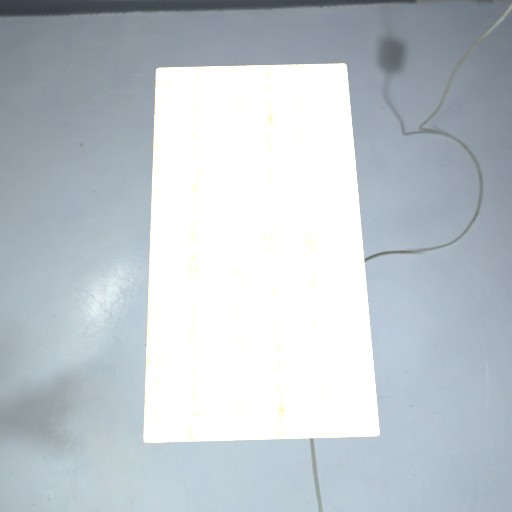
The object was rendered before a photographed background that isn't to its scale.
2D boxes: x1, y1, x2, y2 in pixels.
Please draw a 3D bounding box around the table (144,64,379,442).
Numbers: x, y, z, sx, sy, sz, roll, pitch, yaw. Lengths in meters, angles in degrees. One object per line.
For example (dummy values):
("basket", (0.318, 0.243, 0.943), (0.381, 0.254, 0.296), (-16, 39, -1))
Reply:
("table", (0.000, 0.000, 2.132), (0.900, 0.760, 1.600), (-1, 76, 0))
